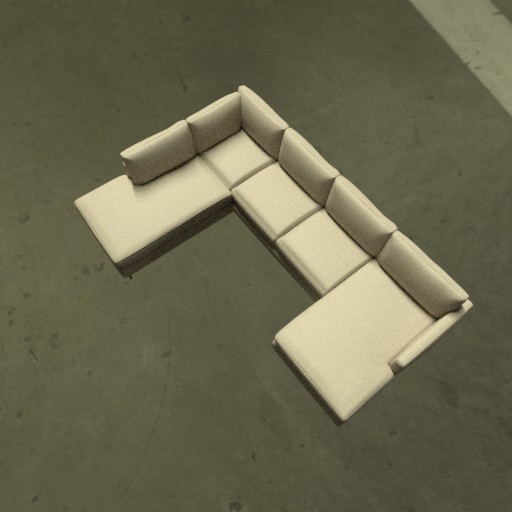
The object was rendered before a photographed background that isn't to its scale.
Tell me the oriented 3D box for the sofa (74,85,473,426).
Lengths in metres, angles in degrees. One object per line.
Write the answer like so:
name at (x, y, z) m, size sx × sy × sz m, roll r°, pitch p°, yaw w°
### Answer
sofa at (0.000, 0.000, 3.547) m, size 1.879 × 0.756 × 2.737 m, roll -34°, pitch 68°, yaw -16°
